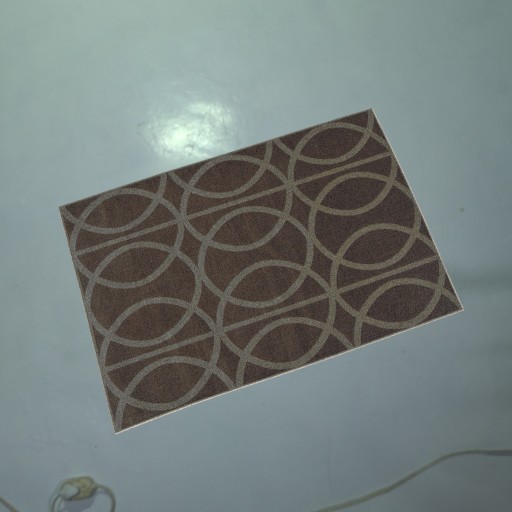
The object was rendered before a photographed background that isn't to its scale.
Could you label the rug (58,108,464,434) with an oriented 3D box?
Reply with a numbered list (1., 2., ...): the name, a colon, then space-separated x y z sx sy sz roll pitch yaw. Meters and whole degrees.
1. rug: 0.000 0.000 2.892 2.290 0.014 1.526 -19 77 -5
